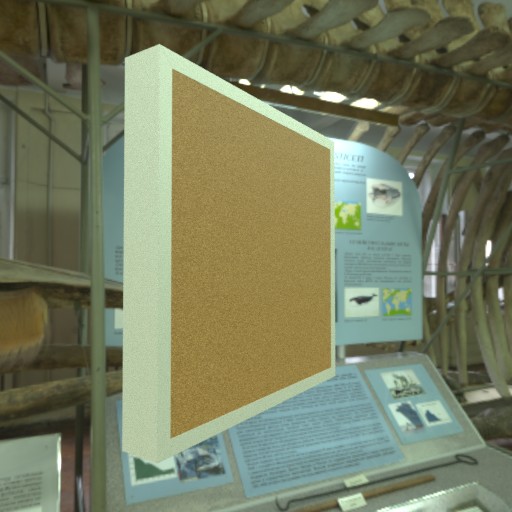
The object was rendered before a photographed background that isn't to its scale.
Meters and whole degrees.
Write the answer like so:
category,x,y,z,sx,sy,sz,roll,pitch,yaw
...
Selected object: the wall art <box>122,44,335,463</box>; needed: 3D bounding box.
category,x,y,z,sx,sy,sz,roll,pitch,yaw
wall art,0.000,0.000,0.455,0.038,0.302,0.305,-1,-2,34
